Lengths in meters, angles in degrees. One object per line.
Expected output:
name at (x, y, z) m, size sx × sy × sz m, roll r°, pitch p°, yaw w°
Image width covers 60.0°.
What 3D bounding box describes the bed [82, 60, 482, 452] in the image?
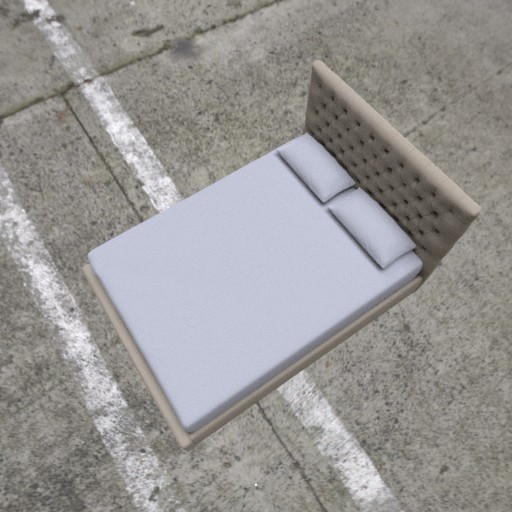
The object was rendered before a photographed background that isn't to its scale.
bed at (0.000, 0.000, 3.426) m, size 2.387 × 1.427 × 1.698 m, roll -31°, pitch 67°, yaw -15°
